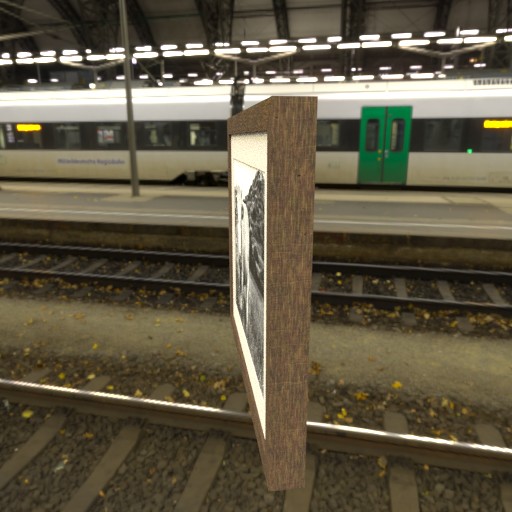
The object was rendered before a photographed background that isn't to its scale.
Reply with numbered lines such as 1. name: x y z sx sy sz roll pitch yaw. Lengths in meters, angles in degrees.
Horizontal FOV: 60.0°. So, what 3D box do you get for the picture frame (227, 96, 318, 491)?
1. picture frame: 0.000 0.000 0.533 0.033 0.330 0.378 -2 15 -8
